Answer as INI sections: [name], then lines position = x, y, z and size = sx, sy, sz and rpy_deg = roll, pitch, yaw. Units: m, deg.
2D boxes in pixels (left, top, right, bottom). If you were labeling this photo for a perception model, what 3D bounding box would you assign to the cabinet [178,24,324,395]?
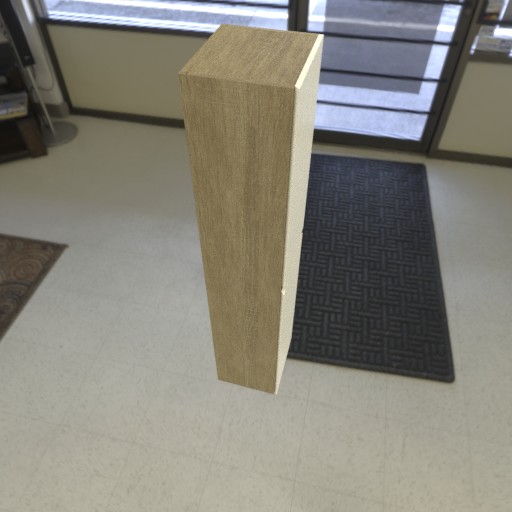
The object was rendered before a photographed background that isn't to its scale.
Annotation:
[cabinet]
position = 0.000, 0.000, 1.551
size = 0.270, 1.400, 0.300
rpy_deg = 12, 48, 11
